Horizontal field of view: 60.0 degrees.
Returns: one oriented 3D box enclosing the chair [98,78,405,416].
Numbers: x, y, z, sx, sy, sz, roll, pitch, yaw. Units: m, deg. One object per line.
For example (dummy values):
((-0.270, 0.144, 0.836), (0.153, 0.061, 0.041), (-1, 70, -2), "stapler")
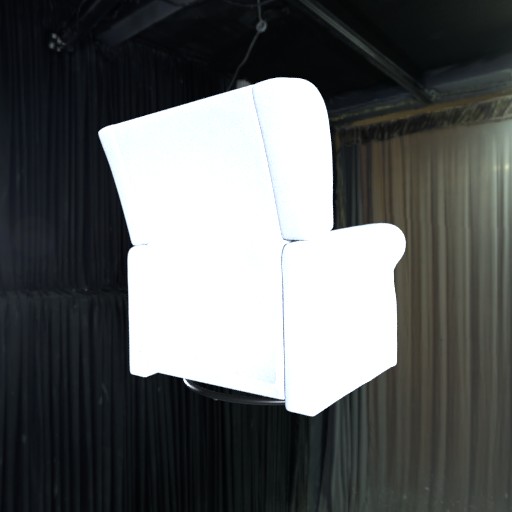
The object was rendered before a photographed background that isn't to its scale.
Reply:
((0.000, 0.000, 1.677), (0.906, 0.967, 0.854), (0, -1, 36), "chair")
